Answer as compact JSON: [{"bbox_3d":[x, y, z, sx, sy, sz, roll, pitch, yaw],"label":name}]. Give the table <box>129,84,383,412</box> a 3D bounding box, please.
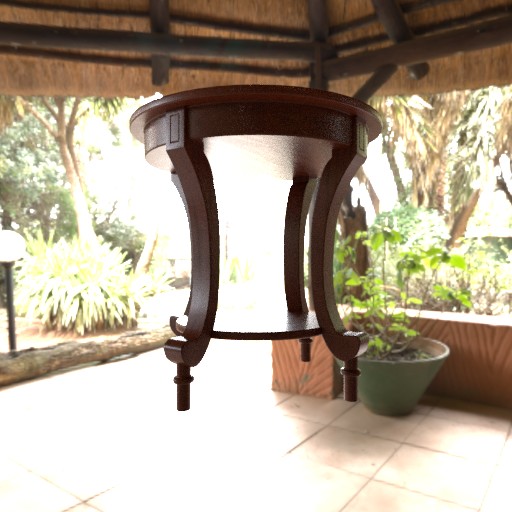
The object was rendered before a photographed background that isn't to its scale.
[{"bbox_3d":[0.000,0.000,1.086,0.597,0.612,0.597,0,0,0],"label":"table"}]
